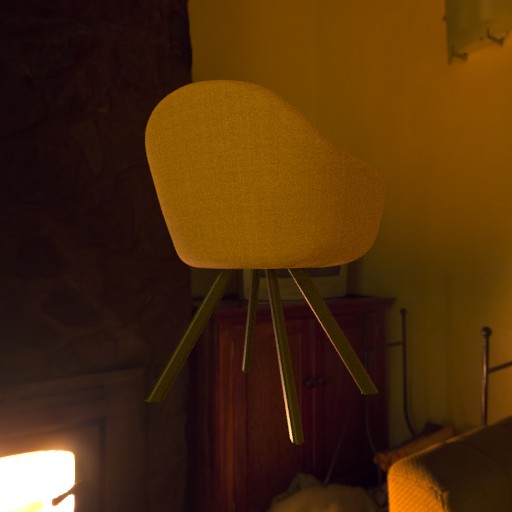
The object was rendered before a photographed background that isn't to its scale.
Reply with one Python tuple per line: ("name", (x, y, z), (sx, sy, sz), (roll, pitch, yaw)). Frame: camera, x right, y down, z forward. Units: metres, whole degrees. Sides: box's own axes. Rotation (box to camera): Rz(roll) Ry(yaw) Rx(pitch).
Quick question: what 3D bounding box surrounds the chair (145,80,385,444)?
("chair", (0.000, 0.000, 1.219), (0.590, 0.795, 0.550), (0, -1, 36))
